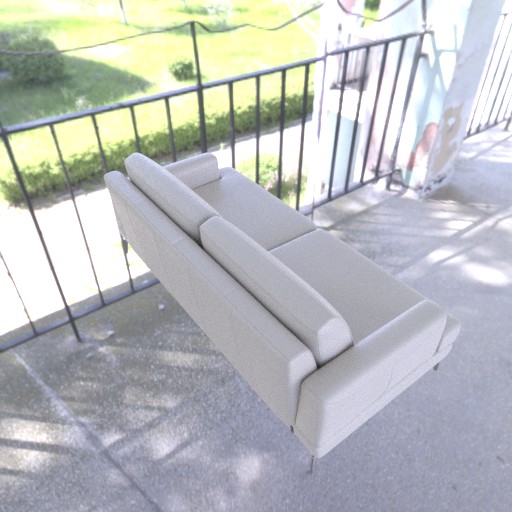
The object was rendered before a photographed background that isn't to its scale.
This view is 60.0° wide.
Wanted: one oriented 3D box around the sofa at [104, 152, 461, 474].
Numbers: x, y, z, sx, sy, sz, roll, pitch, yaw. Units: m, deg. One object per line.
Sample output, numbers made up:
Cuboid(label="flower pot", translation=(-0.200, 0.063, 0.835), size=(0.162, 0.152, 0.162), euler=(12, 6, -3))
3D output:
Cuboid(label="sofa", translation=(0.000, 0.000, 2.417), size=(0.974, 0.765, 1.940), euler=(-25, 46, -28))
